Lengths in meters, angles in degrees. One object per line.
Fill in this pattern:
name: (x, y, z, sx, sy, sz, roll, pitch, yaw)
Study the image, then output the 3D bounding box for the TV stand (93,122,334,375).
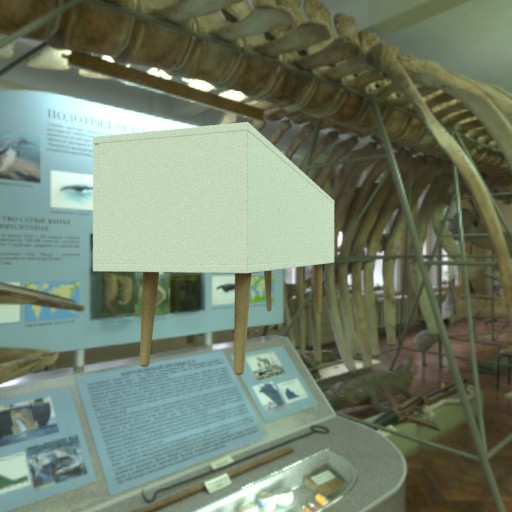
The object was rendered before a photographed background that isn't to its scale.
TV stand: (0.000, 0.000, 1.648, 0.401, 0.560, 1.398, 0, 0, 17)
